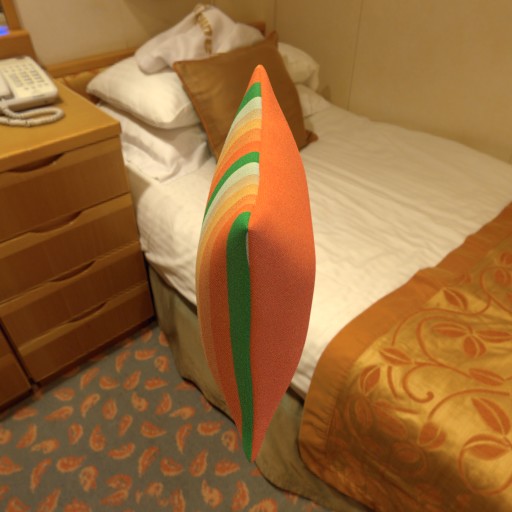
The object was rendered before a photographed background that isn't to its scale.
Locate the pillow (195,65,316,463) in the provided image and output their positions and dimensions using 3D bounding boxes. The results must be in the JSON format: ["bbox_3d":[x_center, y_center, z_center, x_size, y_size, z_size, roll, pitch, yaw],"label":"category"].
[{"bbox_3d":[0.000,0.000,0.694,0.169,0.444,0.453,1,40,1],"label":"pillow"}]
